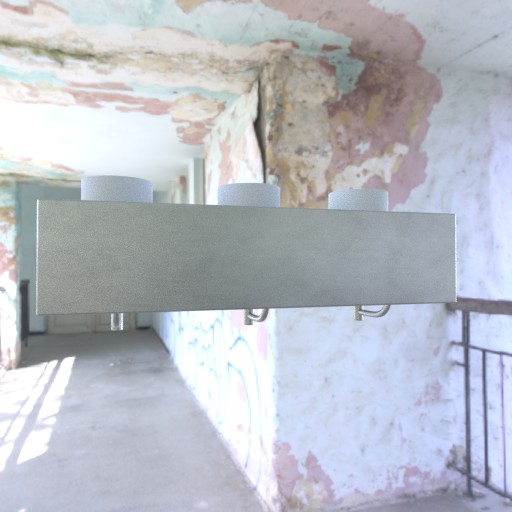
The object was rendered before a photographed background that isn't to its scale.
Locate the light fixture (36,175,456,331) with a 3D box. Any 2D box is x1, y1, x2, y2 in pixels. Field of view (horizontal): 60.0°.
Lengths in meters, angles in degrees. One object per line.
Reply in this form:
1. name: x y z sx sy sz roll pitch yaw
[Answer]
1. light fixture: 0.000 0.000 0.529 0.451 0.172 0.145 0 -1 -16
